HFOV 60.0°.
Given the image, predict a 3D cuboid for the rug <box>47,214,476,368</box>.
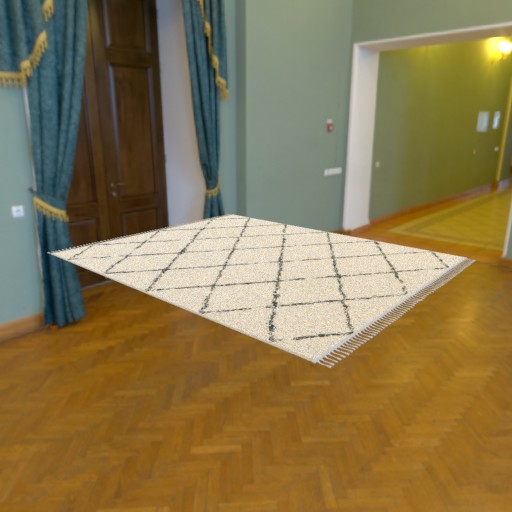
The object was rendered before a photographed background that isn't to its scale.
[{"bbox_3d":[0.000,0.000,3.983,3.051,0.013,2.380,14,22,39],"label":"rug"}]
